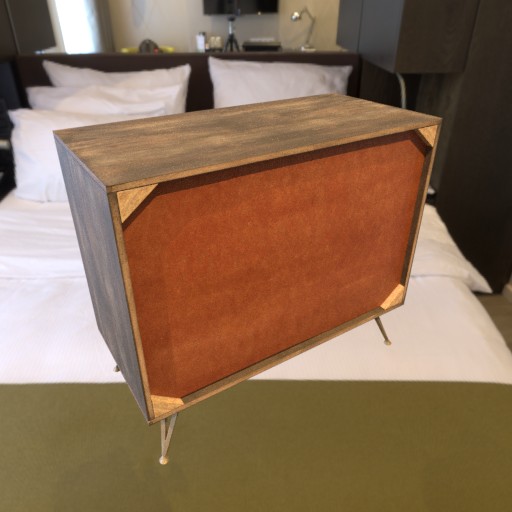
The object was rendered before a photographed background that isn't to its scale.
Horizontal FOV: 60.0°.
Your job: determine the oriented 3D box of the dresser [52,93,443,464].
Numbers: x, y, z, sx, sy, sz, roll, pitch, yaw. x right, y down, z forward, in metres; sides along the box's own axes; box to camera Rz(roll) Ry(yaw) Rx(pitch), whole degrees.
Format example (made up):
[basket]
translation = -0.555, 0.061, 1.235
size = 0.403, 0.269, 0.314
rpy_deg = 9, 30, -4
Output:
[dresser]
translation = 0.000, 0.000, 1.361
size = 0.923, 0.801, 0.453
rpy_deg = -18, 35, -28
